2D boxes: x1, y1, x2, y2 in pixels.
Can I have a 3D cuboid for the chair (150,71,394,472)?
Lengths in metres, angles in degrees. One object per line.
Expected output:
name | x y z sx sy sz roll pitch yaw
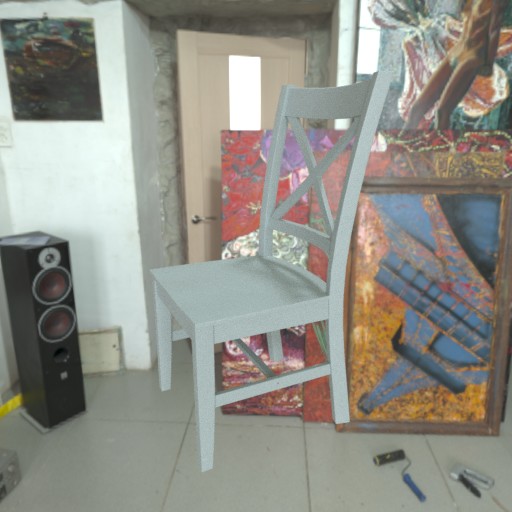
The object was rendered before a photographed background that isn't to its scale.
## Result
chair | 0.000 0.000 1.299 0.542 0.983 0.485 -8 19 -25
